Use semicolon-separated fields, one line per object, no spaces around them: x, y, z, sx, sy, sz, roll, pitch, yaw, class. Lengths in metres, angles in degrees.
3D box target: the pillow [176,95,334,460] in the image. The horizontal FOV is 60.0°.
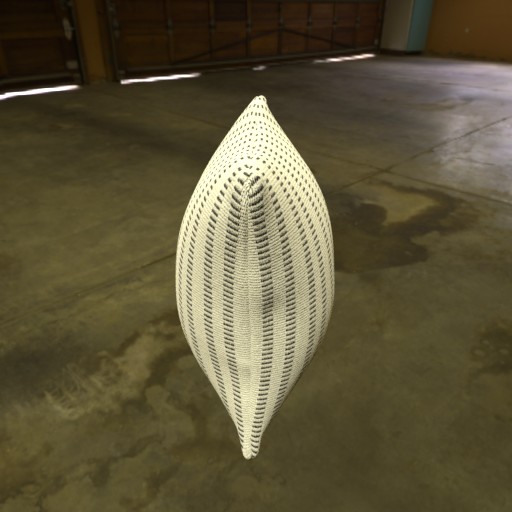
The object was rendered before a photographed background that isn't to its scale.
0.000;0.000;0.706;0.247;0.419;0.438;1;29;1;pillow
